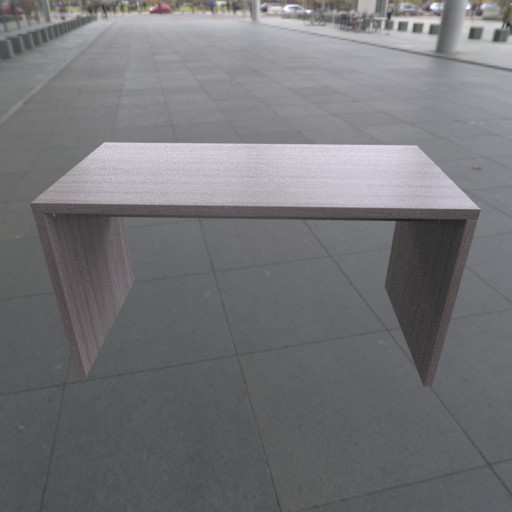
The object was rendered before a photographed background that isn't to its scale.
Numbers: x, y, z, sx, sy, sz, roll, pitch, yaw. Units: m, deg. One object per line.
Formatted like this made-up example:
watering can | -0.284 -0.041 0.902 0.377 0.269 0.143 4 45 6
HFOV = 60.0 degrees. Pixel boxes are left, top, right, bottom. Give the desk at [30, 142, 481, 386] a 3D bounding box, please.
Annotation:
desk | 0.000 0.000 1.840 1.380 0.745 0.690 1 30 2
